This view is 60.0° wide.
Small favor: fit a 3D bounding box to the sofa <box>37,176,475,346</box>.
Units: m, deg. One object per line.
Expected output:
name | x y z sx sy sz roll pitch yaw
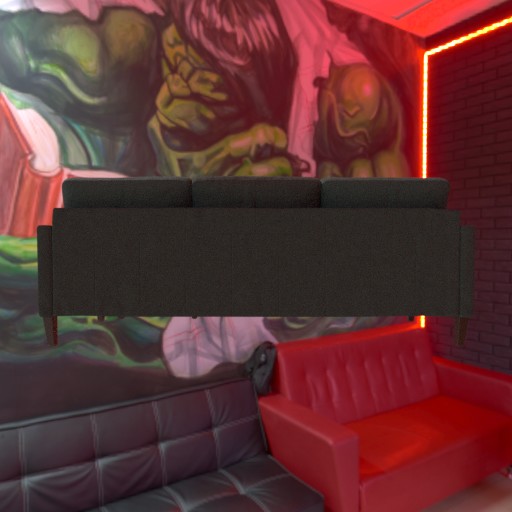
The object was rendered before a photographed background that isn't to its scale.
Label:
sofa | 0.000 0.000 2.929 2.178 0.876 1.506 0 2 0
